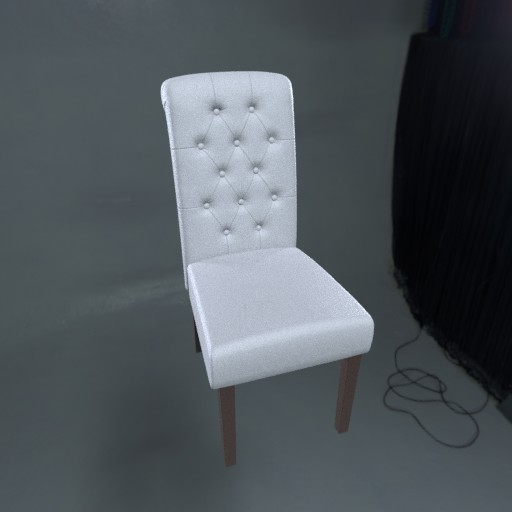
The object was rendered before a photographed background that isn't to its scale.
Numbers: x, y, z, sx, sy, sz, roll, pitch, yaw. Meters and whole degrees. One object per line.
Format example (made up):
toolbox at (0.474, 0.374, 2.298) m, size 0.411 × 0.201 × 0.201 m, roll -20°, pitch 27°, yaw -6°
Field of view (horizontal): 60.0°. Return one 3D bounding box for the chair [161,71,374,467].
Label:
chair at (0.000, 0.000, 1.377) m, size 0.456 × 1.006 × 0.671 m, roll -9°, pitch 30°, yaw -16°
